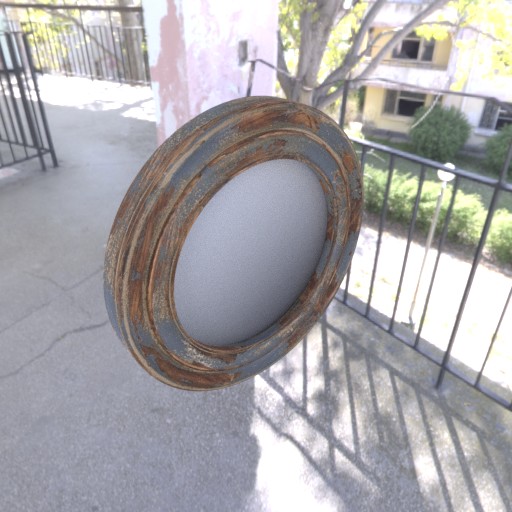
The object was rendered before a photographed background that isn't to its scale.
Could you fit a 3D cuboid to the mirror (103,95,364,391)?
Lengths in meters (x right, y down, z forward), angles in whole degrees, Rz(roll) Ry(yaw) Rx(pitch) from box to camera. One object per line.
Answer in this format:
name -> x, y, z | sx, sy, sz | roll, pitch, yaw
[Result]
mirror -> 0.000, 0.000, 0.863 | 0.585, 0.585, 0.061 | -23, 38, -33
